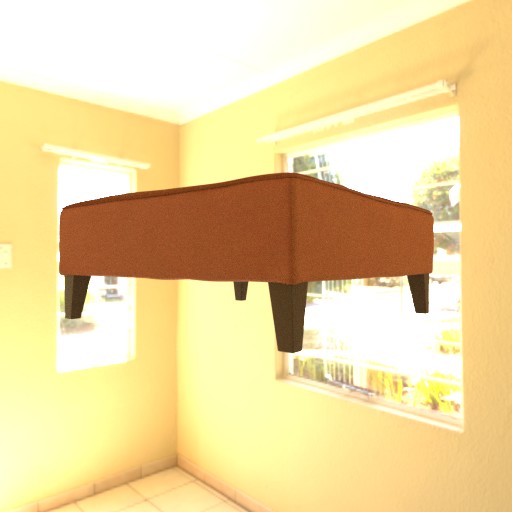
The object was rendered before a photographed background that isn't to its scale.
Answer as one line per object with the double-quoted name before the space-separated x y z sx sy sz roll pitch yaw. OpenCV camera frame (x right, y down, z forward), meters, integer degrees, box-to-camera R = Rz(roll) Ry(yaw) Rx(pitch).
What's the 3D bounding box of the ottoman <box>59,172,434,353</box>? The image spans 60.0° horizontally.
"ottoman" 0.000 0.000 1.626 0.997 0.438 0.999 -1 -1 38
